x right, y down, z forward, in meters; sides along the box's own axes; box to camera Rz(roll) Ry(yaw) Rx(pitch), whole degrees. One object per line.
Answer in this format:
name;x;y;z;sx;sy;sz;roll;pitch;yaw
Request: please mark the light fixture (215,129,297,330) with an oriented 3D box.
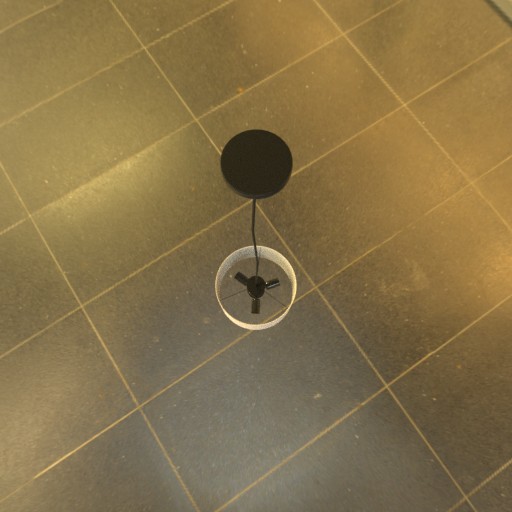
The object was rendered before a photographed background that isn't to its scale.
light fixture;0.000;0.000;1.648;0.399;1.516;0.399;0;75;0
